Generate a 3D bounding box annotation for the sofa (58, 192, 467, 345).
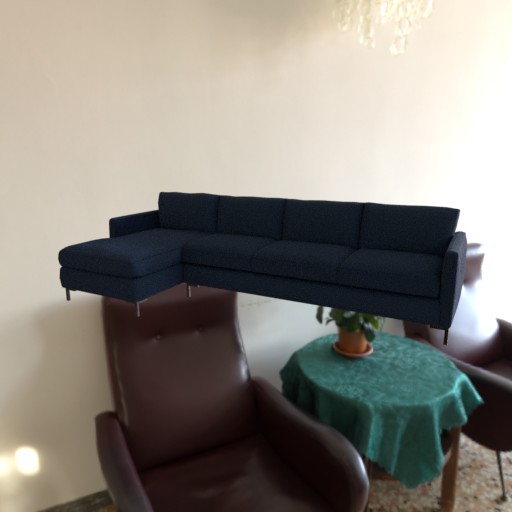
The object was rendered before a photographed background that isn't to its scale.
[{"bbox_3d":[0.000,0.000,2.884,2.450,0.679,1.128,7,15,27],"label":"sofa"}]
